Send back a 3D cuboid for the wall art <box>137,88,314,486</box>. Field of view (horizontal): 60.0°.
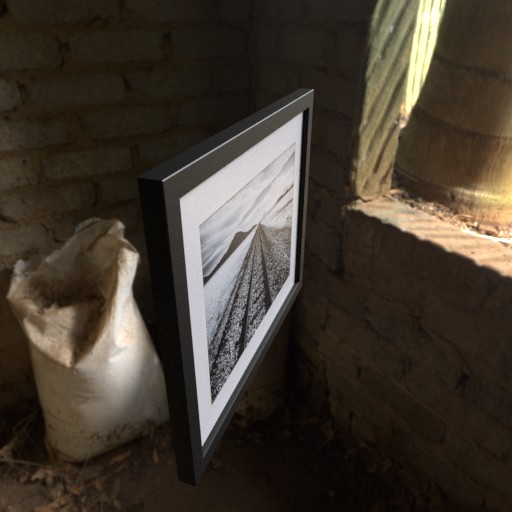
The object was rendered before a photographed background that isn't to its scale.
[{"bbox_3d":[0.000,0.000,0.752,0.029,0.458,0.559,11,31,18],"label":"wall art"}]
